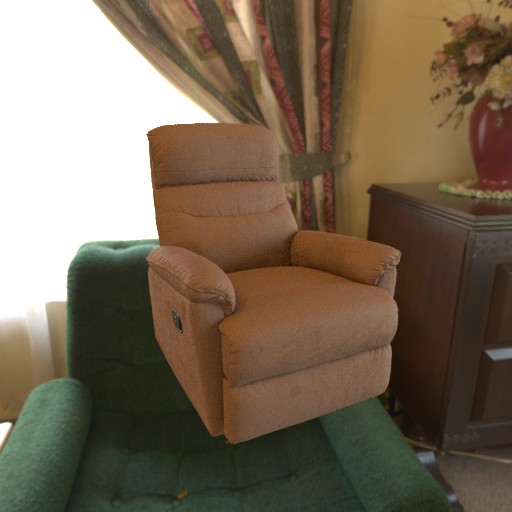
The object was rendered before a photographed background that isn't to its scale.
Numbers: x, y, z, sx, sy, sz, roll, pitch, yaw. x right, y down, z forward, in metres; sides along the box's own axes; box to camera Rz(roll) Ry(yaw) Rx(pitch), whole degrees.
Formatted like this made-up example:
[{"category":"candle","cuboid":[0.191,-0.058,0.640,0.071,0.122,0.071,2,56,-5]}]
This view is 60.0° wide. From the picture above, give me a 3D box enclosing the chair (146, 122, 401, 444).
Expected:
[{"category":"chair","cuboid":[0.000,0.000,1.779,0.820,1.037,1.004,-8,18,-26]}]
